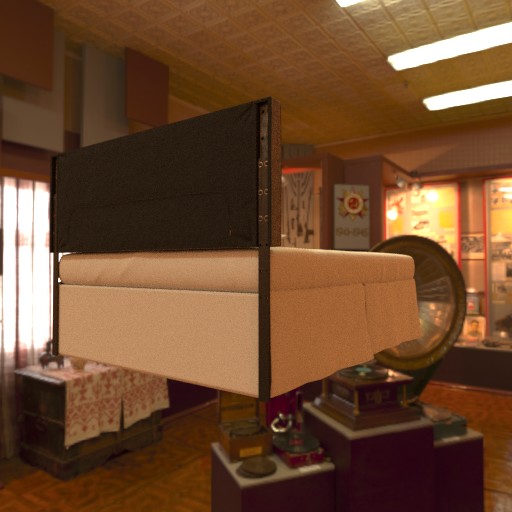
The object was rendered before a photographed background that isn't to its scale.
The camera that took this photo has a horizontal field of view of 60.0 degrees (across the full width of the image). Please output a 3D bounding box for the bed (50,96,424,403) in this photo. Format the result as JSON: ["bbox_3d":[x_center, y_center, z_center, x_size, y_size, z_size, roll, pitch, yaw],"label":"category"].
[{"bbox_3d":[0.000,0.000,2.929,1.621,1.168,1.958,-1,-1,36],"label":"bed"}]
